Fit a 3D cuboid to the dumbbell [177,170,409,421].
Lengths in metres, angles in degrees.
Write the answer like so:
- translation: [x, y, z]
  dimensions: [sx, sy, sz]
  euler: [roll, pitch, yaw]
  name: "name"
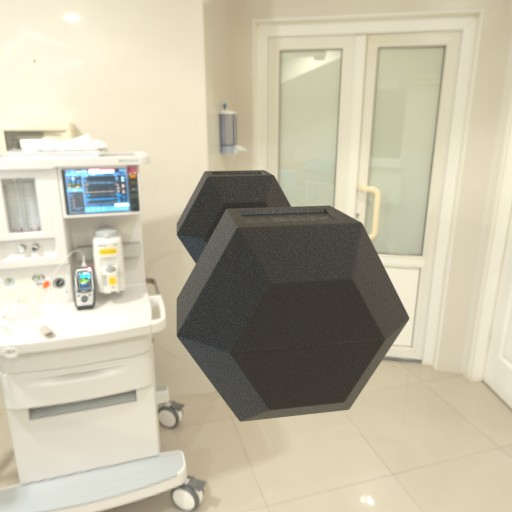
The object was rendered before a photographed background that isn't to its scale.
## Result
- translation: [0.000, 0.000, 0.367]
  dimensions: [0.129, 0.113, 0.315]
  euler: [-3, 17, -9]
  name: "dumbbell"
